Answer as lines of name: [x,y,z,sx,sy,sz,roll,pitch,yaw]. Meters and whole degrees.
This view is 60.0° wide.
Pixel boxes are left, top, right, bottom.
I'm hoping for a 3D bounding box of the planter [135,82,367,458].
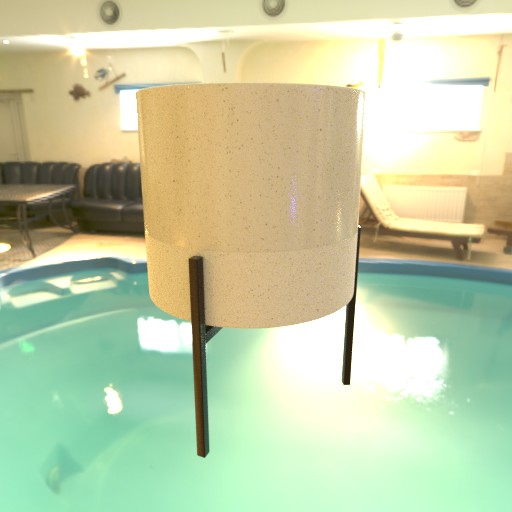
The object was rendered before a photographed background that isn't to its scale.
planter: [0.000,0.000,0.332,0.159,0.230,0.152,-2,16,-7]
